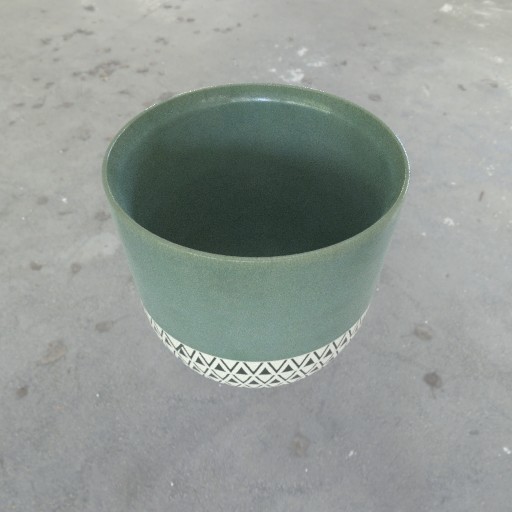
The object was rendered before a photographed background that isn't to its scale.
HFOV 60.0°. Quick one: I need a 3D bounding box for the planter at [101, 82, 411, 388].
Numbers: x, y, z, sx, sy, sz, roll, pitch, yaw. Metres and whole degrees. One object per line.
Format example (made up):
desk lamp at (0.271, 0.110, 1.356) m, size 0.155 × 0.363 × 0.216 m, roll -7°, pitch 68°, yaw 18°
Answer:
planter at (0.000, 0.000, 0.488) m, size 0.266 × 0.270 × 0.266 m, roll 0°, pitch 47°, yaw 0°
